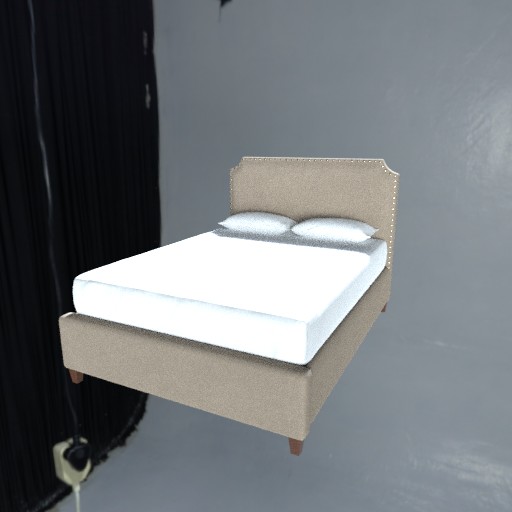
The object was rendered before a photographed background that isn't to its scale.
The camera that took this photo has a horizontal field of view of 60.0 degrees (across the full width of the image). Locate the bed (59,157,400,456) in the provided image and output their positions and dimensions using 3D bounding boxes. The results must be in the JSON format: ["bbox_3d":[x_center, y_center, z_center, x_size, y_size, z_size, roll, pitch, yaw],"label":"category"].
[{"bbox_3d":[0.000,0.000,3.430,1.703,1.415,2.329,7,16,26],"label":"bed"}]
